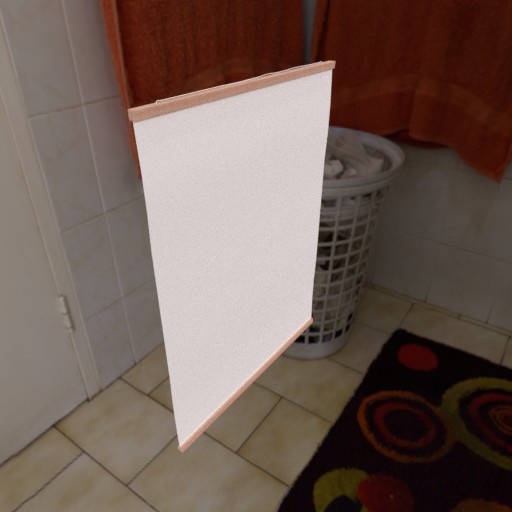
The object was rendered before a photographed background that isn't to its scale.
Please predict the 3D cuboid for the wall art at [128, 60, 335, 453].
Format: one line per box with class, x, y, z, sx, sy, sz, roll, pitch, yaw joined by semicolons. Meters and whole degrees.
wall art;0.000;0.000;1.331;0.020;1.013;0.758;22;38;31
